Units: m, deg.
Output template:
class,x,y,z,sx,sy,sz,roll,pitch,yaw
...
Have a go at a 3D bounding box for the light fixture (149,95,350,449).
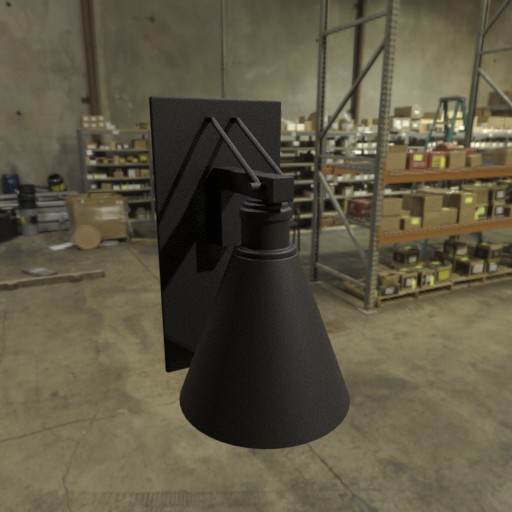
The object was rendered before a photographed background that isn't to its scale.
class,x,y,z,sx,sy,sz,roll,pitch,yaw
light fixture,0.000,0.000,0.428,0.170,0.298,0.207,-8,17,-26
